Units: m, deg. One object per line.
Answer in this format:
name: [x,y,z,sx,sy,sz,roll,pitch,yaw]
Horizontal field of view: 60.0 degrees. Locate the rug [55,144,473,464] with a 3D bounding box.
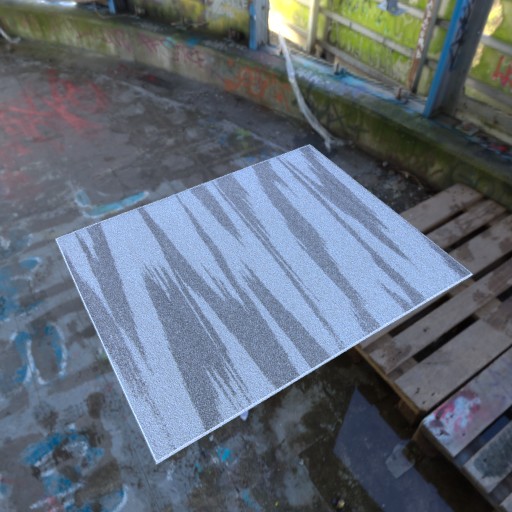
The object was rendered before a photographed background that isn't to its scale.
rug: [0.000,0.000,3.966,2.945,0.014,2.353,-25,52,-21]
